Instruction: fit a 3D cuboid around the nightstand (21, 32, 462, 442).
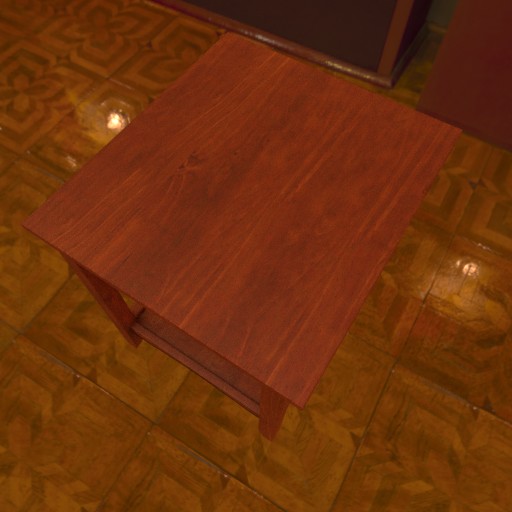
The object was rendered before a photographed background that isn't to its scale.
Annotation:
[{"bbox_3d":[0.000,0.000,0.970,0.501,0.558,0.558,30,65,15],"label":"nightstand"}]
